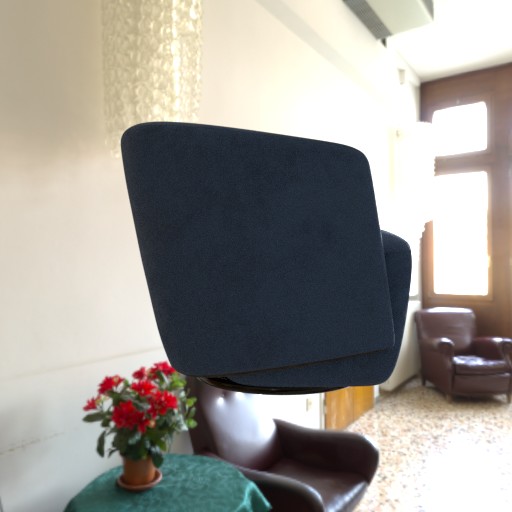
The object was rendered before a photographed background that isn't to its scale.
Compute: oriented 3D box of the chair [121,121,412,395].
[{"bbox_3d":[0.000,0.000,1.343,0.767,0.698,0.773,0,-1,0],"label":"chair"}]
